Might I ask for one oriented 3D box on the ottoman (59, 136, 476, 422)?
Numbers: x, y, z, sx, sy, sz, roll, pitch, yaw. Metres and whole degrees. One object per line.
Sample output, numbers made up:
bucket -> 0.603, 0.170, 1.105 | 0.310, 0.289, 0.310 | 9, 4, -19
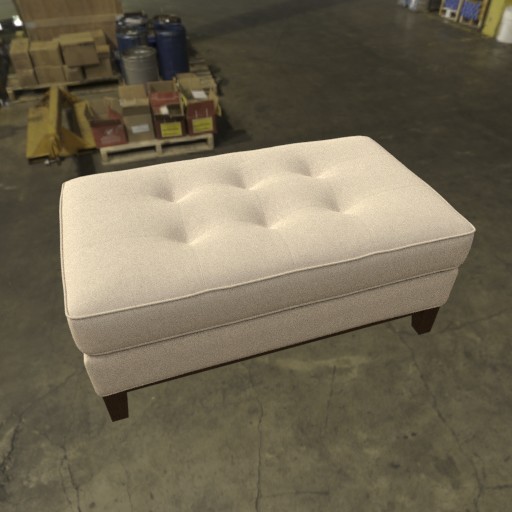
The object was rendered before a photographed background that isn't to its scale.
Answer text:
ottoman -> 0.000, 0.000, 1.478 | 1.143, 0.508, 0.648 | -12, 42, -14
